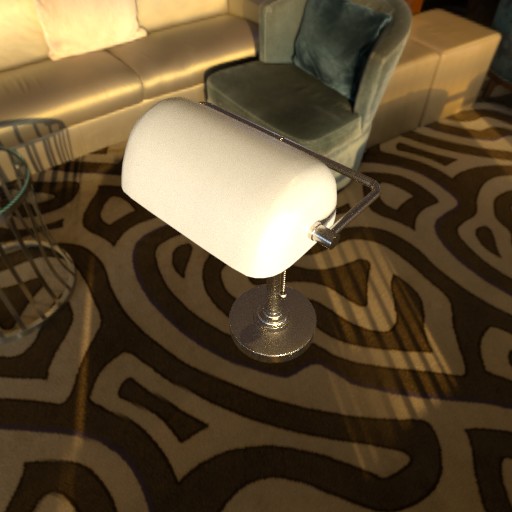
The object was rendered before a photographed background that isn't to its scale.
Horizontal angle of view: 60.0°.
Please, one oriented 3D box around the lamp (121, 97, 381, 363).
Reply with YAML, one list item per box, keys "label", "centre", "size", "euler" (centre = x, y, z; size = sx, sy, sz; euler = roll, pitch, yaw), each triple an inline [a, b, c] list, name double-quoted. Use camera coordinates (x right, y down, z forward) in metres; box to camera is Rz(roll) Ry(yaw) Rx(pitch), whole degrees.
- label: "lamp"
  centre: [0.000, 0.000, 0.575]
  size: [0.269, 0.404, 0.227]
  euler: [33, 55, 27]
